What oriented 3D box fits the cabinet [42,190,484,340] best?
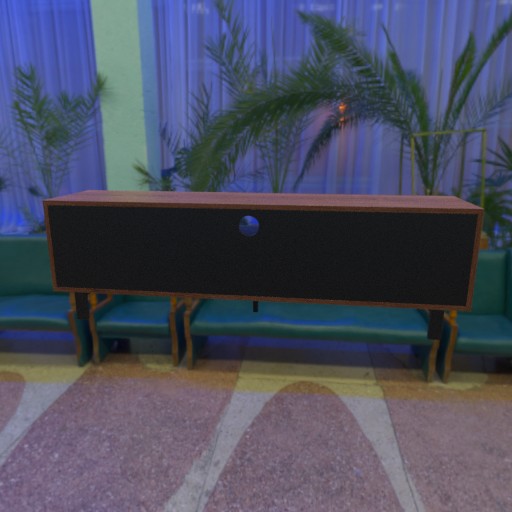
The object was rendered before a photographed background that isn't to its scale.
[{"bbox_3d":[0.000,0.000,1.897,1.650,0.500,0.400,2,15,8],"label":"cabinet"}]
